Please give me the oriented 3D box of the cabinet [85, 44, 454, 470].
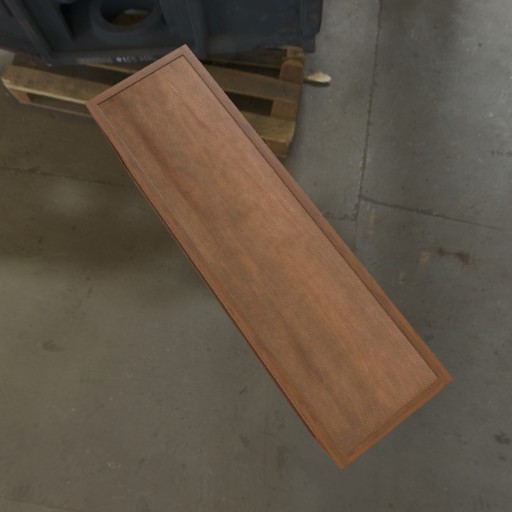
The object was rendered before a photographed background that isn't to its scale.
[{"bbox_3d":[0.000,0.000,2.083,0.522,0.820,1.708,-35,78,-9],"label":"cabinet"}]
